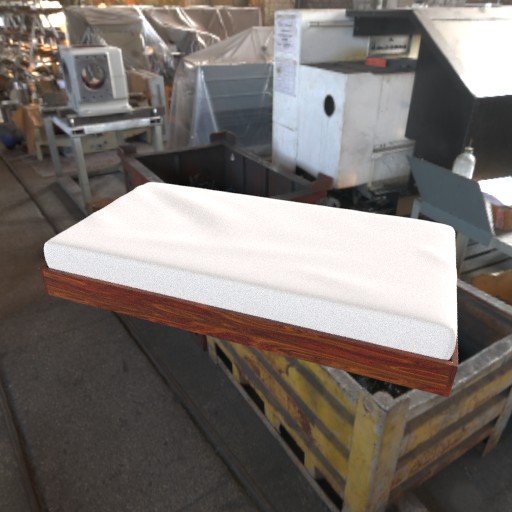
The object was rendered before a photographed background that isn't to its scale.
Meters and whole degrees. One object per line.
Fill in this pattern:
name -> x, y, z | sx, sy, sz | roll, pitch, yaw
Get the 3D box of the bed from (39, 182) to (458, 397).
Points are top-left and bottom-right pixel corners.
bed -> 0.000, 0.000, 2.206 | 1.860, 0.312, 0.940 | 11, 31, 18
